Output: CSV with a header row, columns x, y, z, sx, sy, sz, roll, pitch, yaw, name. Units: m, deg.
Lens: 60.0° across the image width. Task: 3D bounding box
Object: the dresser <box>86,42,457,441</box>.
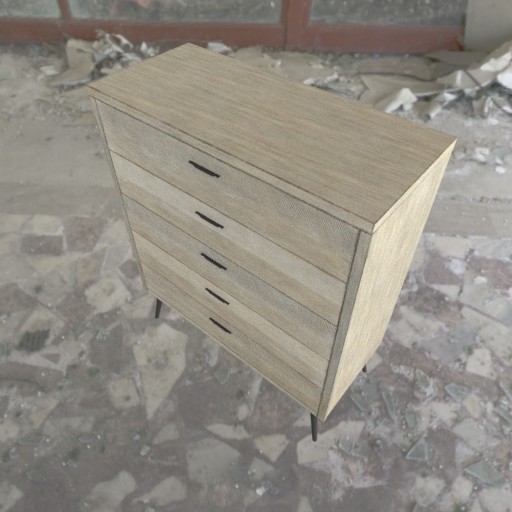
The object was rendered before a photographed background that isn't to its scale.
x,y,z,sx,sy,sz,roll,pitch,yaw,name
0.000,0.000,1.718,1.016,1.219,0.457,31,54,26,dresser
